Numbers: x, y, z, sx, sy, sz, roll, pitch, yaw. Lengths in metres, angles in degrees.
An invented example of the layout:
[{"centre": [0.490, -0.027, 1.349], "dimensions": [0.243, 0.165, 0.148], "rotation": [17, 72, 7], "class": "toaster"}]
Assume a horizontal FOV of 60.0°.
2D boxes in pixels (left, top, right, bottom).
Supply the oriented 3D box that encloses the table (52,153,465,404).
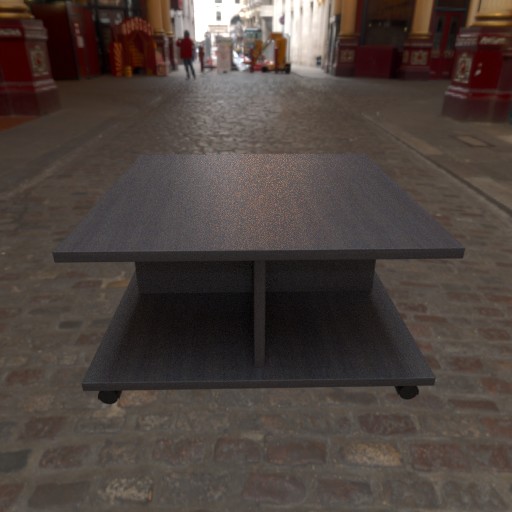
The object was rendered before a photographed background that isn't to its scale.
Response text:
[{"centre": [0.000, 0.000, 1.244], "dimensions": [0.762, 0.396, 0.762], "rotation": [-1, 26, -1], "class": "table"}]
